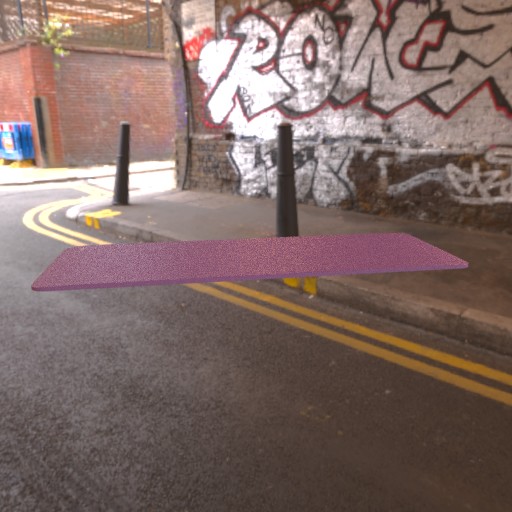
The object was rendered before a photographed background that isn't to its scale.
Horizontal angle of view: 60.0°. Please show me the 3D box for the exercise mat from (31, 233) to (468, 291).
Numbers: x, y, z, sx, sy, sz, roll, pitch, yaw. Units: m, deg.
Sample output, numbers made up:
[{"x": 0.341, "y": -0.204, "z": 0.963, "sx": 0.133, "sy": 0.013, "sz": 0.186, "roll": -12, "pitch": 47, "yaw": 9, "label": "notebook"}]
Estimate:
[{"x": 0.000, "y": 0.000, "z": 2.123, "sx": 1.869, "sy": 0.021, "sz": 0.616, "roll": -3, "pitch": 17, "yaw": -9, "label": "exercise mat"}]
